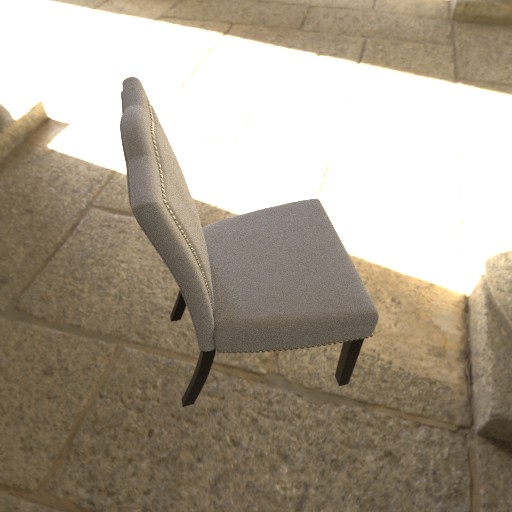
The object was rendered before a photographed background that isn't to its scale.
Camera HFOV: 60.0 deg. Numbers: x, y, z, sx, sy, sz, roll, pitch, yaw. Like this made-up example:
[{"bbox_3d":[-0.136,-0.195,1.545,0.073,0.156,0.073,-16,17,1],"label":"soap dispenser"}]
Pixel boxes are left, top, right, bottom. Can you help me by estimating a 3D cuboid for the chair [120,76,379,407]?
[{"bbox_3d":[0.000,0.000,1.288,0.589,0.946,0.518,-10,48,-9],"label":"chair"}]
